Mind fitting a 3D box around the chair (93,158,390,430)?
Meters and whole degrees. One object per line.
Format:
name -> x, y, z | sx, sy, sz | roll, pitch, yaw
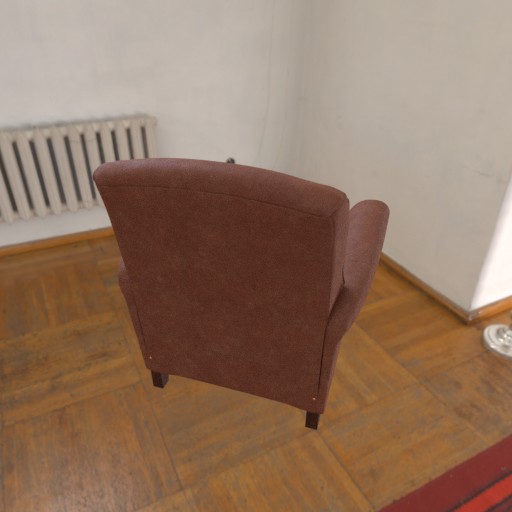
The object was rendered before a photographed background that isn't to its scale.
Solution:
chair -> 0.000, 0.000, 1.797 | 0.978, 1.061, 0.902 | 10, 33, 15
